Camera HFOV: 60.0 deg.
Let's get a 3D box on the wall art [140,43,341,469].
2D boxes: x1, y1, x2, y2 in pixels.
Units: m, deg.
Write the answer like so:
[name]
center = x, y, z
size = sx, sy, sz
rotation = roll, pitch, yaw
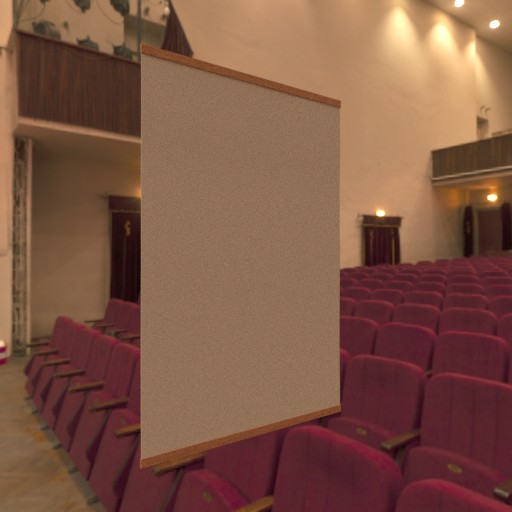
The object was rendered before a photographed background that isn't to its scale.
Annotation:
[wall art]
center = 0.000, 0.000, 1.887
size = 1.019, 1.527, 0.019
rotation = 0, 0, -35
